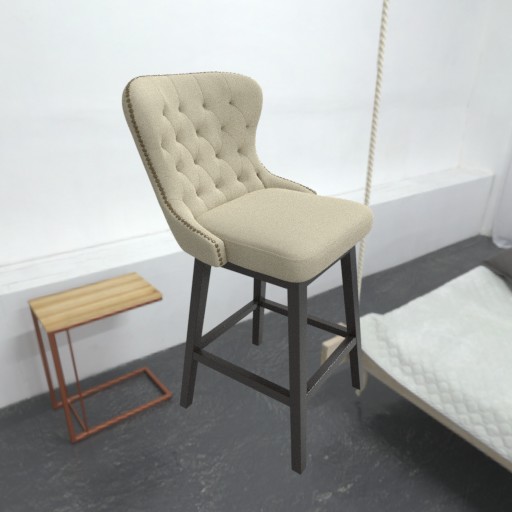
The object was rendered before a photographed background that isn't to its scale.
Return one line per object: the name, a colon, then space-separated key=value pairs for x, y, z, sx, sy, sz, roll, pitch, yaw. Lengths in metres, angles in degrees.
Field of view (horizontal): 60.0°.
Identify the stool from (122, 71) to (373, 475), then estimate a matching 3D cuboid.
stool: x=0.000 y=0.000 z=1.291 sx=0.593 sy=0.971 sz=0.528 roll=17 pitch=30 yaw=31
